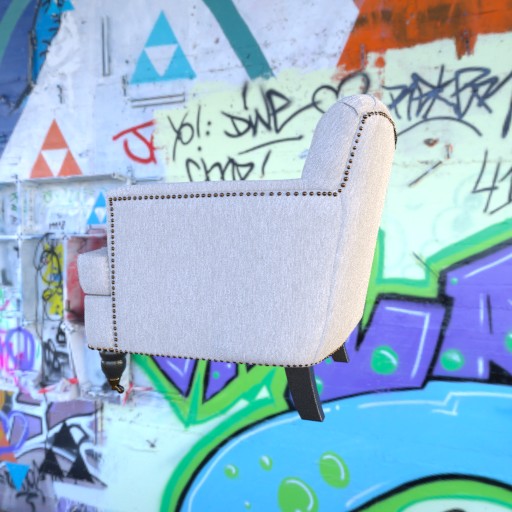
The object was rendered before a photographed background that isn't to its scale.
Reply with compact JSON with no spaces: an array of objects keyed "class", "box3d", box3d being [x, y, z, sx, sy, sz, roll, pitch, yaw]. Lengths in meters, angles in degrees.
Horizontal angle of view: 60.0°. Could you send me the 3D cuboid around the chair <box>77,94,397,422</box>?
[{"class":"chair","box3d":[0.000,0.000,1.497,0.902,0.823,0.737,1,2,18]}]
